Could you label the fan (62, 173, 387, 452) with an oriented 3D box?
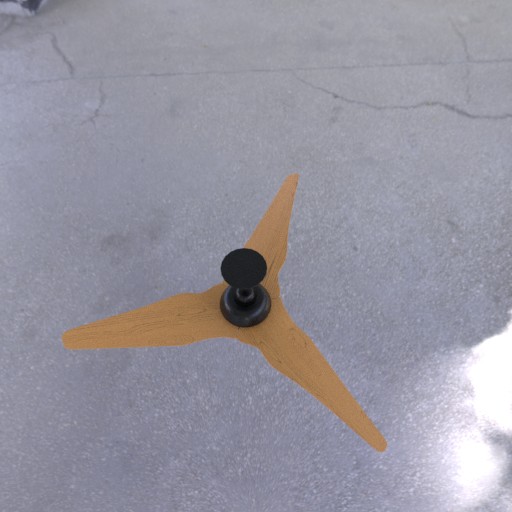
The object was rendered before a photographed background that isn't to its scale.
[{"bbox_3d":[0.000,0.000,1.600,1.142,0.355,1.010,14,61,8],"label":"fan"}]
